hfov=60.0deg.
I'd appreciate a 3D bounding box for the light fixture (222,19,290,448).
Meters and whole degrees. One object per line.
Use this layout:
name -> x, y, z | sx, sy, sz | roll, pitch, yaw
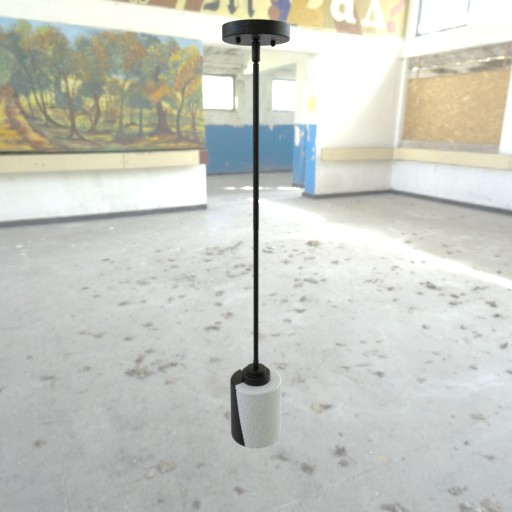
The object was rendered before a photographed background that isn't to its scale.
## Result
light fixture -> 0.000, 0.000, 0.923 | 0.123, 0.863, 0.123 | -8, 18, -26
